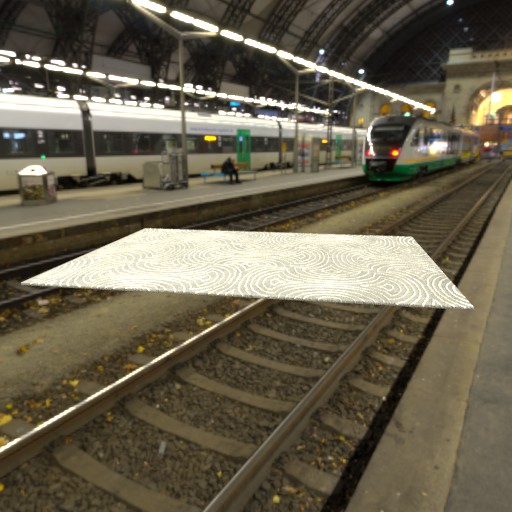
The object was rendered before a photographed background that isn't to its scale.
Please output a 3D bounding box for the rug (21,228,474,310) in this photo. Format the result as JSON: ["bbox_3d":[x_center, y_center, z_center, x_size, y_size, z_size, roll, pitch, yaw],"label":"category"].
[{"bbox_3d":[0.000,0.000,2.796,2.144,0.015,1.543,2,14,9],"label":"rug"}]
